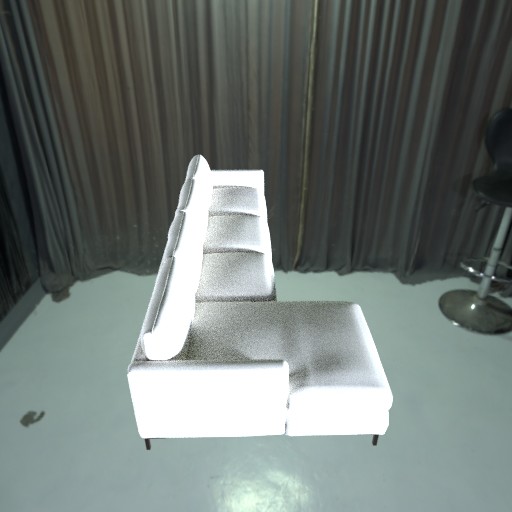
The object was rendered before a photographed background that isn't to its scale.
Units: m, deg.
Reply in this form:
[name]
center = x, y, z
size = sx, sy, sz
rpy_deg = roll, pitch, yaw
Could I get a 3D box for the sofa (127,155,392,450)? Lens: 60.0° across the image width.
[sofa]
center = 0.000, 0.000, 3.794
size = 1.467, 0.875, 3.186
rpy_deg = -1, 30, -2
